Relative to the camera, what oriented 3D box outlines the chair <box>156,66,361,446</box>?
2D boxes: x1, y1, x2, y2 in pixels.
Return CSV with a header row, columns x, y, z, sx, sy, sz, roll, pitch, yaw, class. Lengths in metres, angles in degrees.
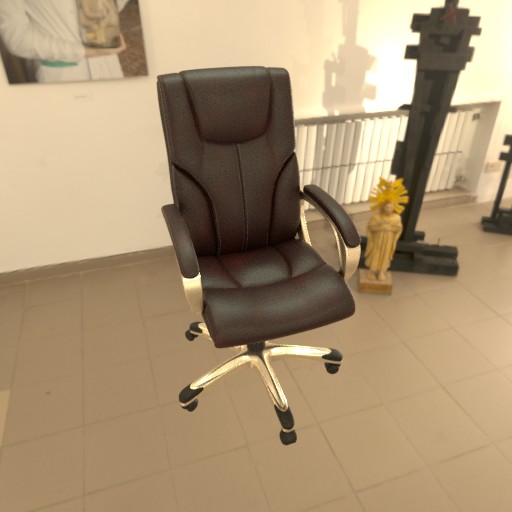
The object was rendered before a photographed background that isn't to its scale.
x,y,z,sx,sy,sz,roll,pitch,yaw,class
0.000,0.000,1.521,0.662,1.107,0.739,-10,34,-16,chair
